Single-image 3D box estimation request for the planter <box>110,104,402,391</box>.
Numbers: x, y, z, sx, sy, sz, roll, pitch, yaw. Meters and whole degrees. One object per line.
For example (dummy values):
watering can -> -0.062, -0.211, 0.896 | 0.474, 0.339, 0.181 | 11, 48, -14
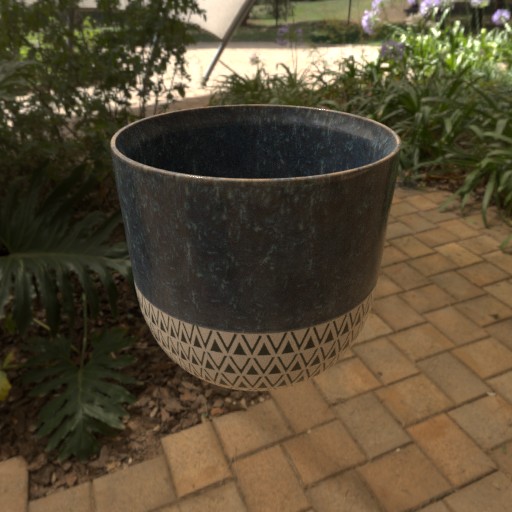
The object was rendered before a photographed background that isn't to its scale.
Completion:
planter -> 0.000, 0.000, 0.485 | 0.266, 0.270, 0.266 | 0, 30, 0
